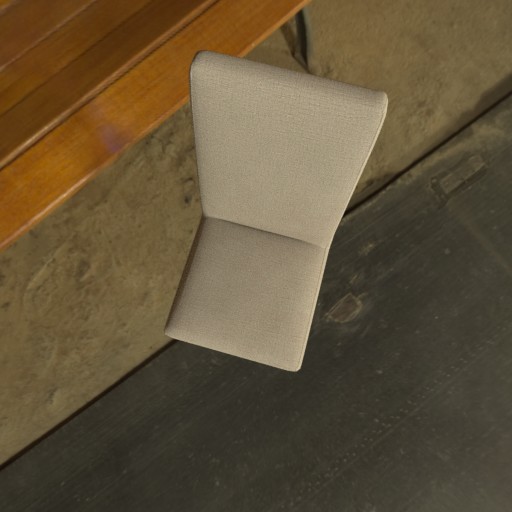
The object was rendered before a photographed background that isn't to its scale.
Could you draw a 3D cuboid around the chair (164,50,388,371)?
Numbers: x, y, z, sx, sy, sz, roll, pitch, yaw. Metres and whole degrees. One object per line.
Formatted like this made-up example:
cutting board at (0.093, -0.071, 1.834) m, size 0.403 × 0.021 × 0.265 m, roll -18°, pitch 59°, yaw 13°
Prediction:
chair at (0.000, 0.000, 1.373) m, size 0.450 × 1.033 × 0.611 m, roll 15°, pitch 76°, yaw 4°
